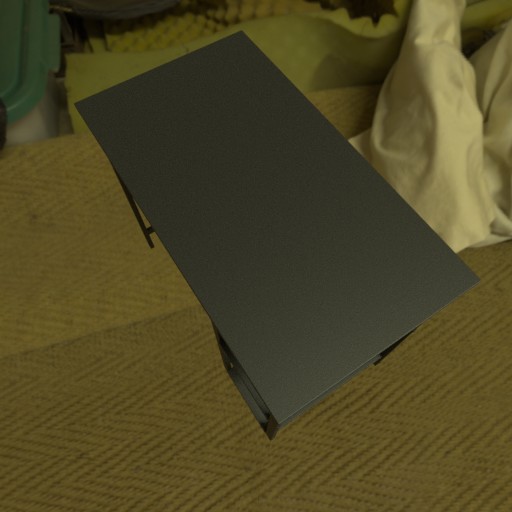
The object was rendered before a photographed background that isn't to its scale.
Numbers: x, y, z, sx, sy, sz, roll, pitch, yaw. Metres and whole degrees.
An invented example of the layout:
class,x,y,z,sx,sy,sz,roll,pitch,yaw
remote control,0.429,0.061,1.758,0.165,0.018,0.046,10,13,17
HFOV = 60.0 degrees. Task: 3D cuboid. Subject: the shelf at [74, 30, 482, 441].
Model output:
class,x,y,z,sx,sy,sz,roll,pitch,yaw
shelf,0.000,0.000,1.335,0.498,0.749,0.902,-30,68,-14
